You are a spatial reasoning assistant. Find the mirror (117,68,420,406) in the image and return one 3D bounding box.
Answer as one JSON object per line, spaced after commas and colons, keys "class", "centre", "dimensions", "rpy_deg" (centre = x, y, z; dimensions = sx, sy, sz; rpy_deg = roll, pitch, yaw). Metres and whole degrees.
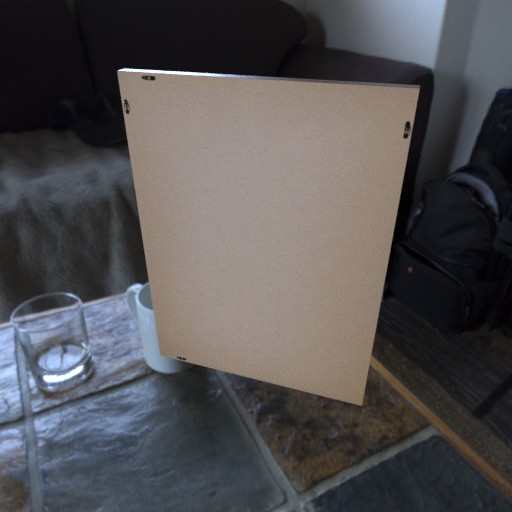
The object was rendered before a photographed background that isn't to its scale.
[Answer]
{"class": "mirror", "centre": [0.000, 0.000, 1.342], "dimensions": [0.762, 1.016, 0.040], "rpy_deg": [10, 33, 16]}
